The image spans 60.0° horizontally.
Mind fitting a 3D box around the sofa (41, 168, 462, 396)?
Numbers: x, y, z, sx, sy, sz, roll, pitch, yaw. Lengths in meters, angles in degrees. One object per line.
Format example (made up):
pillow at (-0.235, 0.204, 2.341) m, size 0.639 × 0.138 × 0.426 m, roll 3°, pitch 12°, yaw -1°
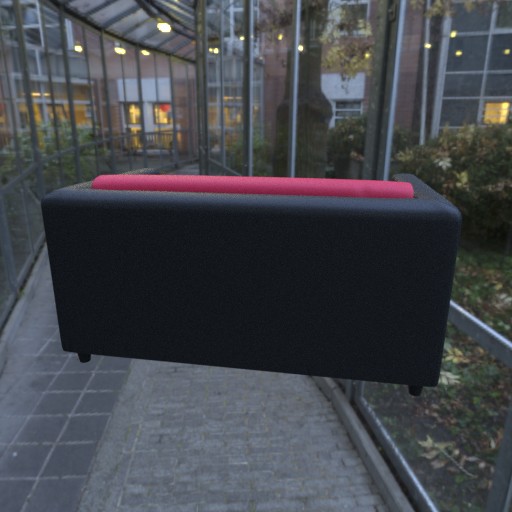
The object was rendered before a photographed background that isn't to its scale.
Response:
sofa at (0.000, 0.000, 1.919) m, size 1.410 × 0.735 × 0.845 m, roll 3°, pitch 18°, yaw 10°
